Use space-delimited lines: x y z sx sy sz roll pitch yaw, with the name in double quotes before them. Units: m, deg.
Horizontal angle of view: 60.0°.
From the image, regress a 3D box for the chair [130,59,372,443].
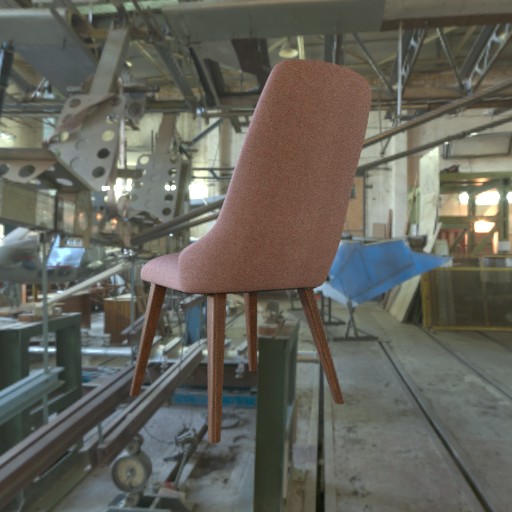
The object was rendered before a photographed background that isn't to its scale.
"chair" 0.000 0.000 1.346 0.535 0.918 0.707 0 1 -37
